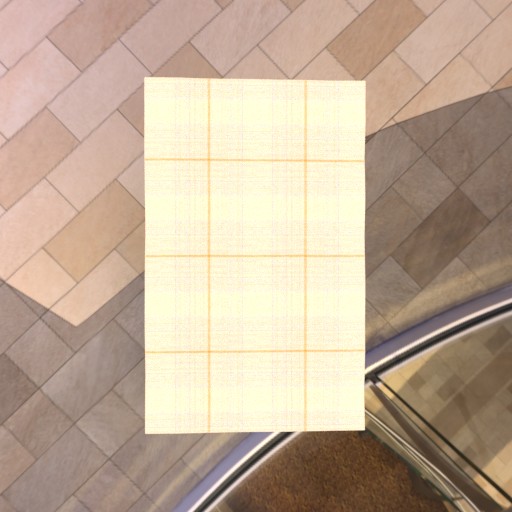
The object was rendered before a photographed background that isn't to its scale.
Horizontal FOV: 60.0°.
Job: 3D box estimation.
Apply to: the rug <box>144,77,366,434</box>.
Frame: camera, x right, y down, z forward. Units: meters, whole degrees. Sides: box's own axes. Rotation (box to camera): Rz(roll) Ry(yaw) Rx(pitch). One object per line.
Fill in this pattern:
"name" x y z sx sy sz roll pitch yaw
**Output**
"rug" 0.000 0.000 3.066 1.527 0.016 2.442 0 90 -2
